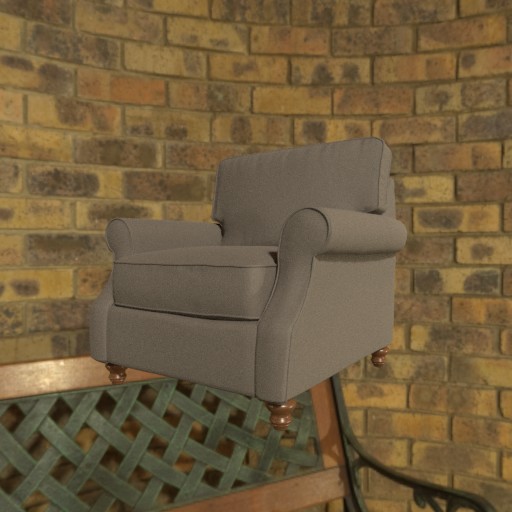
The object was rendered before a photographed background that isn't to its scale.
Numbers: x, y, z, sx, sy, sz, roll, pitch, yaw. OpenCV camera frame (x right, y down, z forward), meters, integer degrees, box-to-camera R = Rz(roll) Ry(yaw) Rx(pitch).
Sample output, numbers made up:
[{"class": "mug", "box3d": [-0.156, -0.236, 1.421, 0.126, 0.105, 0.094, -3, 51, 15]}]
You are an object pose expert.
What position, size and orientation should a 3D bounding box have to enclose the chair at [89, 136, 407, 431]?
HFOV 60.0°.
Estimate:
[{"class": "chair", "box3d": [0.000, 0.000, 1.787, 1.029, 0.967, 0.966, 1, 1, 35]}]
